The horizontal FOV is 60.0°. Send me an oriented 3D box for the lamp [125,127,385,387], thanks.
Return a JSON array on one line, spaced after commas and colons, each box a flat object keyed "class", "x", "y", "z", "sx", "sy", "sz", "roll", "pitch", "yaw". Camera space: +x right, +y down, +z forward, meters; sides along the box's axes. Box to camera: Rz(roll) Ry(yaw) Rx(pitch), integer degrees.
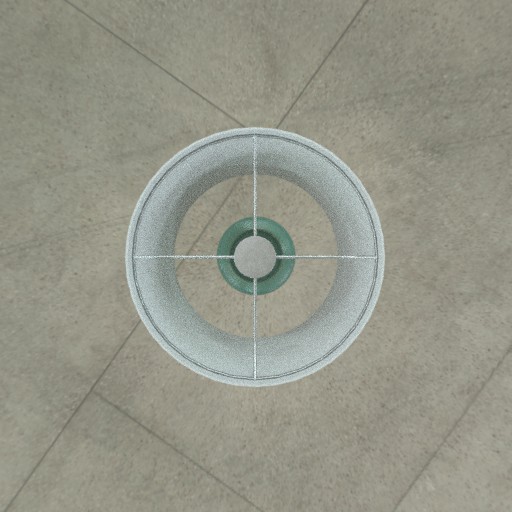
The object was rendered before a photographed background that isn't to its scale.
[{"class": "lamp", "x": 0.000, "y": 0.000, "z": 0.607, "sx": 0.212, "sy": 0.493, "sz": 0.212, "roll": 0, "pitch": 90, "yaw": 0}]
